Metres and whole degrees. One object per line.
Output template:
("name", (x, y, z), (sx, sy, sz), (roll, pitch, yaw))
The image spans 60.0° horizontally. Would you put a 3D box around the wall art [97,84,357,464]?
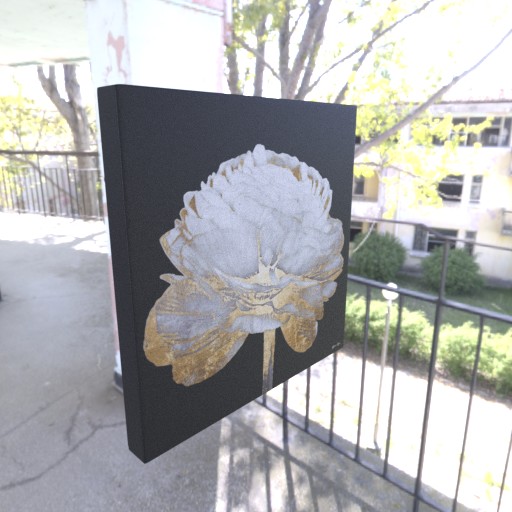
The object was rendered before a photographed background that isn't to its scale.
("wall art", (0.000, 0.000, 0.604), (0.041, 0.407, 0.406), (14, 21, 42))
